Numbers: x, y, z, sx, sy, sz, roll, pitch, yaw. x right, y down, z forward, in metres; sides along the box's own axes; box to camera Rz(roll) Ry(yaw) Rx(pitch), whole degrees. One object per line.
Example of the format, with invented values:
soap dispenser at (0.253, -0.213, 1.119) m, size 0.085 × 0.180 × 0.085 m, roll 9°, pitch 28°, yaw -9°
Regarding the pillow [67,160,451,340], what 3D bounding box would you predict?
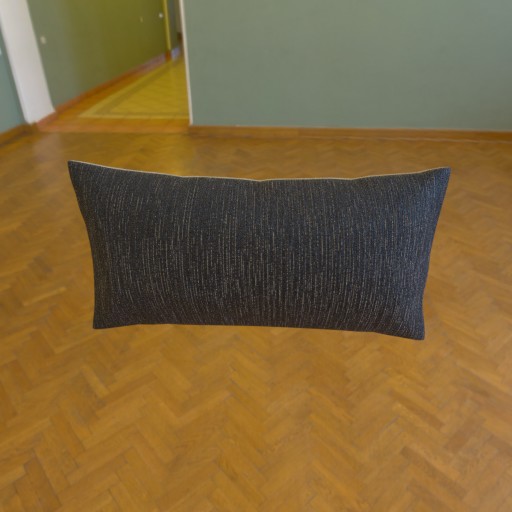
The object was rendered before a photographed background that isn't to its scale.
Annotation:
pillow at (0.000, 0.000, 0.752) m, size 0.608 × 0.305 × 0.156 m, roll 1°, pitch 31°, yaw 2°
